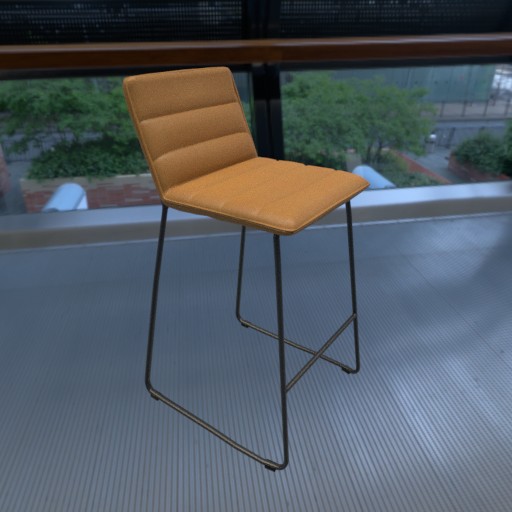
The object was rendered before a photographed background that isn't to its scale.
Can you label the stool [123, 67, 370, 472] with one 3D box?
[{"bbox_3d":[0.000,0.000,1.234,0.524,0.936,0.489,19,33,32],"label":"stool"}]
